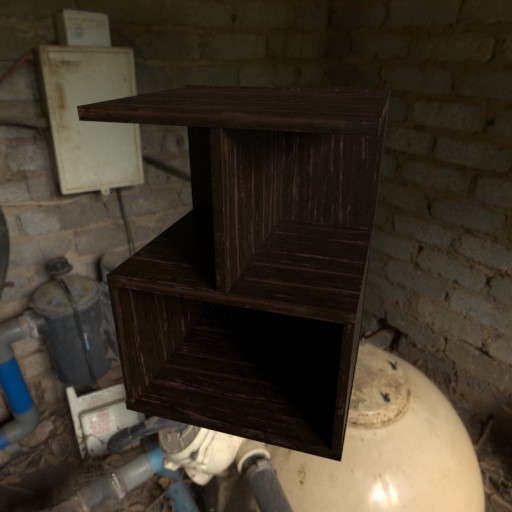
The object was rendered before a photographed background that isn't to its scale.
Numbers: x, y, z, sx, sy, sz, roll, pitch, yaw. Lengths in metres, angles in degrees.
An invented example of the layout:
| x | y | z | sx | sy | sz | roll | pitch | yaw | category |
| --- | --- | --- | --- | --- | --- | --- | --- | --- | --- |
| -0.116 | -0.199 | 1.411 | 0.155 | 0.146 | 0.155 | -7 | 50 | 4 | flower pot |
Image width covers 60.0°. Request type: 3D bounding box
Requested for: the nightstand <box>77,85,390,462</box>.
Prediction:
| x | y | z | sx | sy | sz | roll | pitch | yaw | category |
| --- | --- | --- | --- | --- | --- | --- | --- | --- | --- |
| 0.000 | 0.000 | 0.819 | 0.400 | 0.559 | 0.356 | 7 | 26 | 15 | nightstand |
